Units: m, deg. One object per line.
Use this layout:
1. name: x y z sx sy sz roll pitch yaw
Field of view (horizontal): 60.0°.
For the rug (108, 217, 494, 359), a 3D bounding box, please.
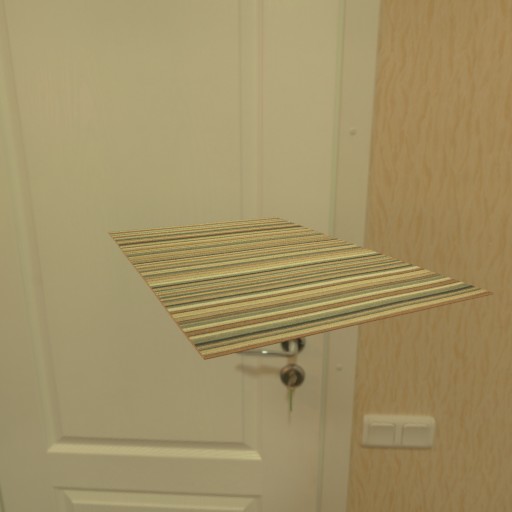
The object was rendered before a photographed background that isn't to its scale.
1. rug: 0.000 0.000 2.301 1.219 0.008 1.829 -7 17 -25
